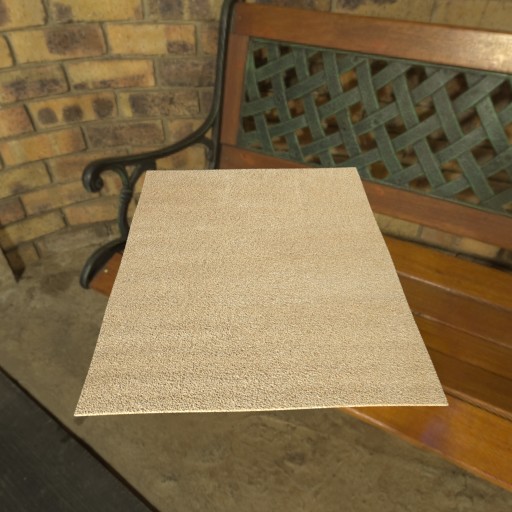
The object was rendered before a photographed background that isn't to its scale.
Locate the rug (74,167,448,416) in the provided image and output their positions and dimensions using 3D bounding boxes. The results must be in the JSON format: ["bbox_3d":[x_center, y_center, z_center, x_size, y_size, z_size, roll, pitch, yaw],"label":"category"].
[{"bbox_3d":[0.000,0.000,3.967,2.400,0.025,3.000,-1,41,-1],"label":"rug"}]
